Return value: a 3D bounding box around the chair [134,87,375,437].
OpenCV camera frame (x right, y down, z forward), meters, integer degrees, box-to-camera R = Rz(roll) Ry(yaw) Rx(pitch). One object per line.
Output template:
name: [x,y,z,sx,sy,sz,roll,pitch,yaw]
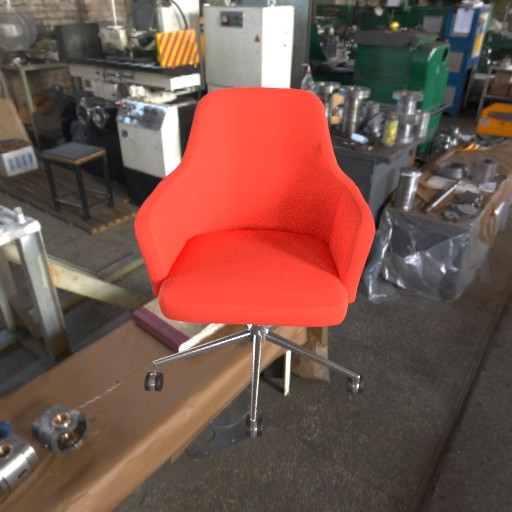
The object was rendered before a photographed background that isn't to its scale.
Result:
chair: [0.000,0.000,1.255,0.655,0.820,0.600,2,30,3]
